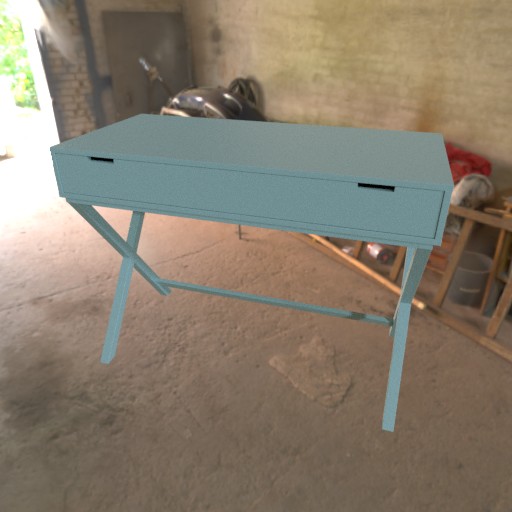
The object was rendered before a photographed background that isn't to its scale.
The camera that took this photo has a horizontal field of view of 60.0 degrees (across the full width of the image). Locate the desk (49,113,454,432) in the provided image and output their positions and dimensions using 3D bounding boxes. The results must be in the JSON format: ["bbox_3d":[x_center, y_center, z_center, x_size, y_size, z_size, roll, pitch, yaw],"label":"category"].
[{"bbox_3d":[0.000,0.000,1.496,1.059,0.780,0.509,9,30,15],"label":"desk"}]
